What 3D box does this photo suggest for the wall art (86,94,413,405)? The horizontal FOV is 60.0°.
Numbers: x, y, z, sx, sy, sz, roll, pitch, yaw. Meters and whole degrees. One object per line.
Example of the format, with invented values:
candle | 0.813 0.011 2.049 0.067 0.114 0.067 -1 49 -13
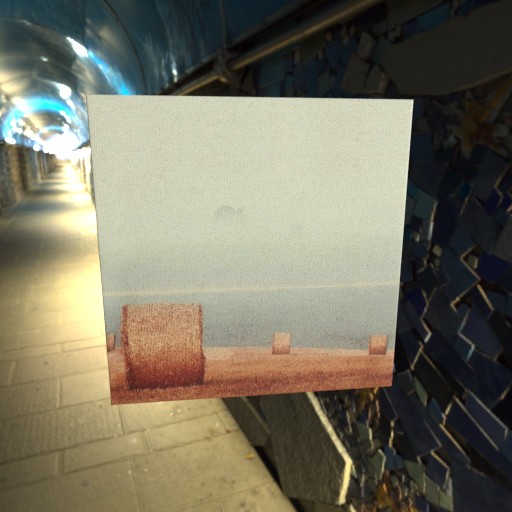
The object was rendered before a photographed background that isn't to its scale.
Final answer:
wall art | 0.000 0.000 0.896 0.605 0.605 0.034 -2 13 -7
